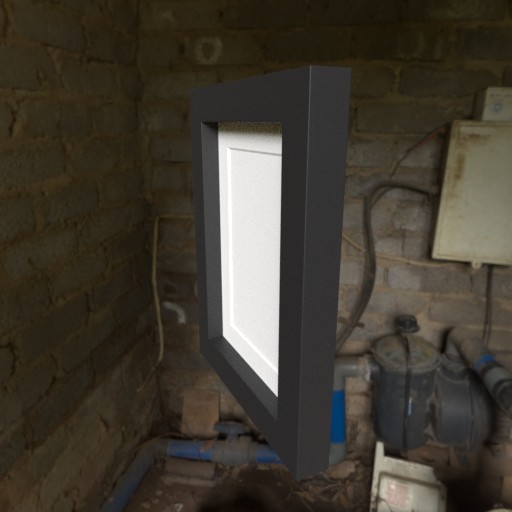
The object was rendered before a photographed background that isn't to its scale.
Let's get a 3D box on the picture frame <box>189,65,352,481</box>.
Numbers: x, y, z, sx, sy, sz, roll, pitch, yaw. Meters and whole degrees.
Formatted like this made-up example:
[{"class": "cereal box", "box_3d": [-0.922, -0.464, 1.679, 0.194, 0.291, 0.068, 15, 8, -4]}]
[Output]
[{"class": "picture frame", "box_3d": [0.000, 0.000, 0.282, 0.028, 0.208, 0.157, -8, 19, -25]}]
